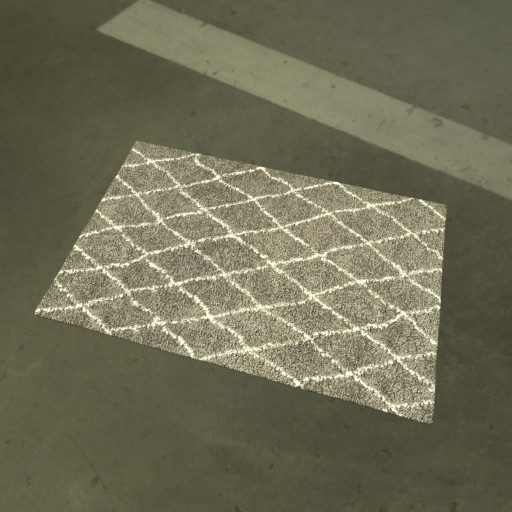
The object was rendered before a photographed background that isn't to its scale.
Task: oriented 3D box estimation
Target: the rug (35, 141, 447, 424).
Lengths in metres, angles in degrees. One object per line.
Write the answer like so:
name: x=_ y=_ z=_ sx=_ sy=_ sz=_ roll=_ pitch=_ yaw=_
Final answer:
rug: x=0.000 y=0.000 z=3.366 sx=2.743 sy=0.030 sz=1.778 roll=13 pitch=59 yaw=8
